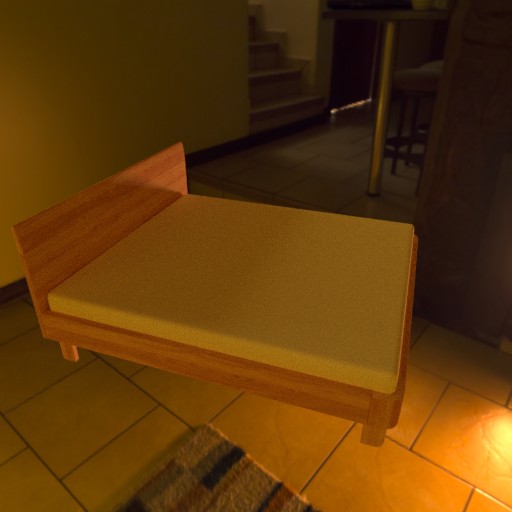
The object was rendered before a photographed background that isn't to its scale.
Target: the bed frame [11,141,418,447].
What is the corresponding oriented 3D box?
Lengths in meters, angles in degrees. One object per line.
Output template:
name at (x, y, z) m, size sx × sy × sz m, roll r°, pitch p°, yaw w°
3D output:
bed frame at (0.000, 0.000, 3.039) m, size 2.092 × 0.940 × 1.872 m, roll 10°, pitch 30°, yaw 17°
